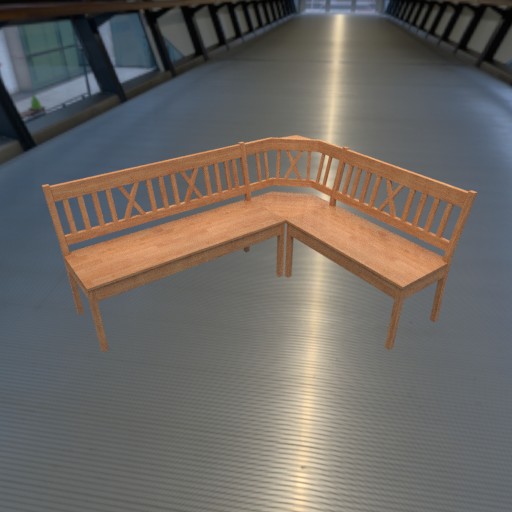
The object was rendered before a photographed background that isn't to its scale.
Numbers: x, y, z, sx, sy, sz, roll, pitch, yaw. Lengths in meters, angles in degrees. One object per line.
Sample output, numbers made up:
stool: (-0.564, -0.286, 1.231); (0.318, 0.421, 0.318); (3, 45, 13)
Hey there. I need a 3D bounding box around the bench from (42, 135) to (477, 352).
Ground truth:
bench: (0.000, 0.000, 2.748); (1.937, 0.902, 1.537); (-21, 37, -30)
